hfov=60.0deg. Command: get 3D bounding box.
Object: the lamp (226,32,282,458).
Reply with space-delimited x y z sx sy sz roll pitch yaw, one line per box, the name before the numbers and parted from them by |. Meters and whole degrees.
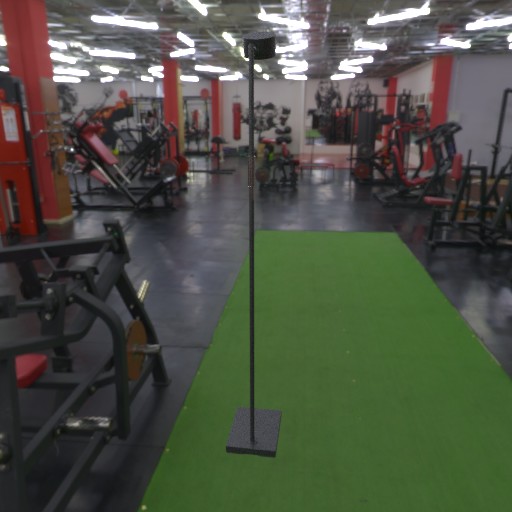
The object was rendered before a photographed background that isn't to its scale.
lamp | 0.000 0.000 1.699 0.203 1.600 0.304 2 17 8
